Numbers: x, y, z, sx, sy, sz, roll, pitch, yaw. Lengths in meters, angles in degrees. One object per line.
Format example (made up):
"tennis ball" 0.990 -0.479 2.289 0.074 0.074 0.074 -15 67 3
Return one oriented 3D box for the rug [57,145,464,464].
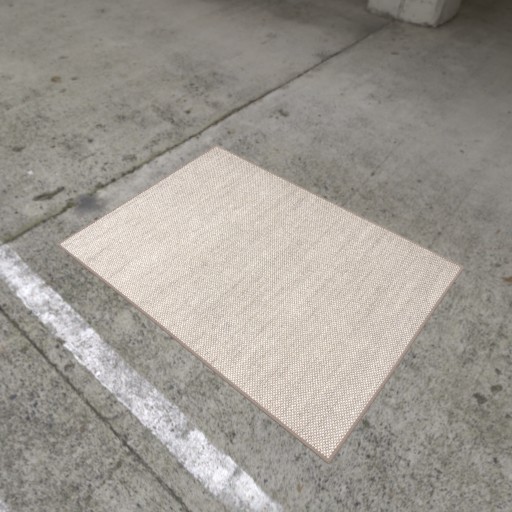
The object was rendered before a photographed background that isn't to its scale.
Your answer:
"rug" 0.000 0.000 2.809 2.115 0.013 1.517 32 54 26
